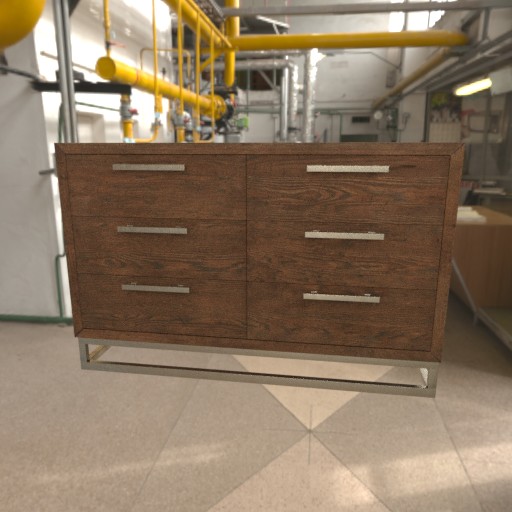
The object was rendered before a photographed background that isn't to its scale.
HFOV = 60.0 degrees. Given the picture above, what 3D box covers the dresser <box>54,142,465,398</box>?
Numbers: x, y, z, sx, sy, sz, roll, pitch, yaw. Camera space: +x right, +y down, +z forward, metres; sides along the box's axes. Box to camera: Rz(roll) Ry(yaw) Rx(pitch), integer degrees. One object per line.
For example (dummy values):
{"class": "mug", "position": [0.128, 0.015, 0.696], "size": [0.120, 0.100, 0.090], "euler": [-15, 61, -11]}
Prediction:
{"class": "dresser", "position": [0.000, 0.000, 2.150], "size": [1.646, 1.061, 0.623], "euler": [2, 14, 9]}
